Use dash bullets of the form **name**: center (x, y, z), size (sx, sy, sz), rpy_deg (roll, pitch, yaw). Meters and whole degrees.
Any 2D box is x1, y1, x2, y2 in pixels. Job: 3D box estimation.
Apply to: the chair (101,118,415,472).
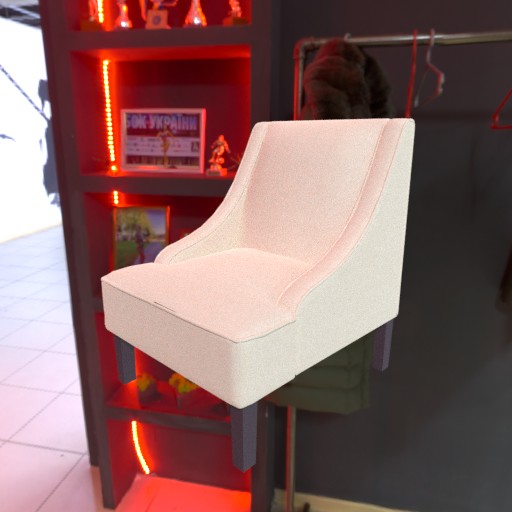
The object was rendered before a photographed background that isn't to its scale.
- **chair**: center (0.000, 0.000, 1.487), size (0.689, 0.886, 0.806), rpy_deg (15, 21, 42)
